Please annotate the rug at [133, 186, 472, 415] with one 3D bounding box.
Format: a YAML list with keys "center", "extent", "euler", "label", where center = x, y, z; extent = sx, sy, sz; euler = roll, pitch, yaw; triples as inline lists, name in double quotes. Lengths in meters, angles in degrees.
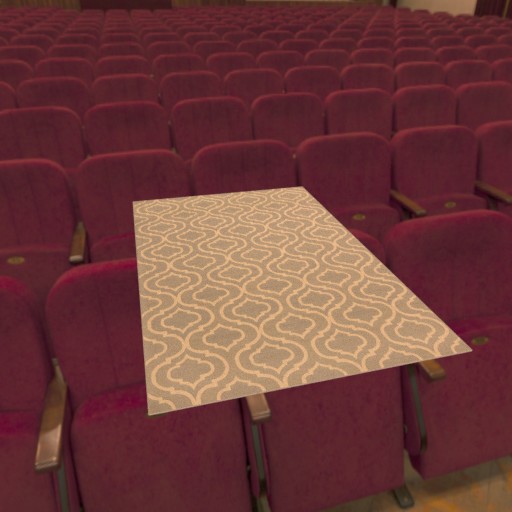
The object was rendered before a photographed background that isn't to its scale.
- center: [0.000, 0.000, 2.198]
  extent: [1.141, 0.015, 1.749]
  euler: [-7, 30, -13]
  label: "rug"
